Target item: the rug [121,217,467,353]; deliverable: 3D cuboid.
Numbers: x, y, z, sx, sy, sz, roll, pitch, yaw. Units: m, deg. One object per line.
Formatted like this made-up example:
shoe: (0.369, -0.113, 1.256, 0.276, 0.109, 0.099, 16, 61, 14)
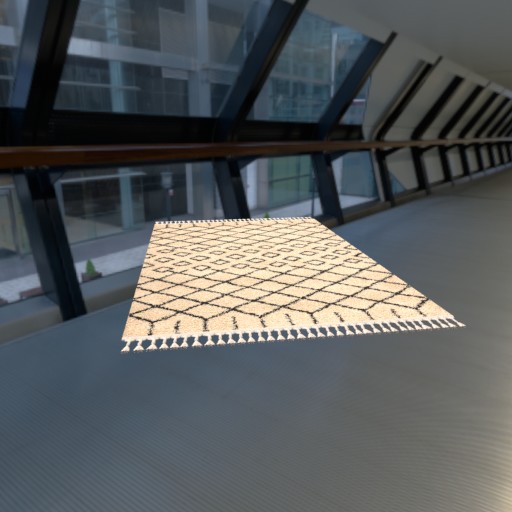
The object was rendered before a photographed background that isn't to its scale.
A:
rug: (0.000, 0.000, 2.427, 1.196, 0.008, 2.006, -3, 16, -9)
